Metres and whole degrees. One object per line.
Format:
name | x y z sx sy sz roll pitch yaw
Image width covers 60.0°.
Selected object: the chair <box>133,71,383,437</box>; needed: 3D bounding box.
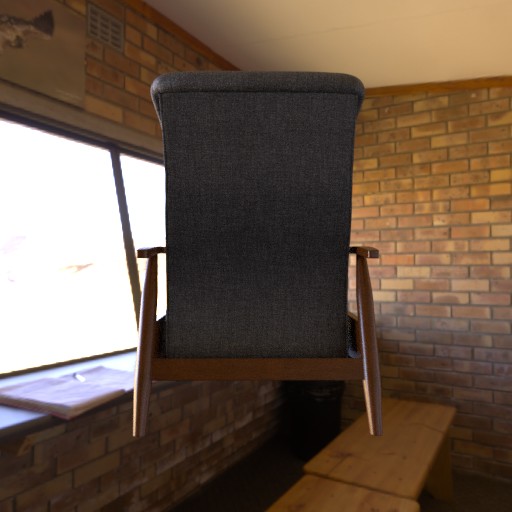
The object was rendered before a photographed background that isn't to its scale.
chair | 0.000 0.000 1.789 0.762 1.082 1.030 0 -2 -1
